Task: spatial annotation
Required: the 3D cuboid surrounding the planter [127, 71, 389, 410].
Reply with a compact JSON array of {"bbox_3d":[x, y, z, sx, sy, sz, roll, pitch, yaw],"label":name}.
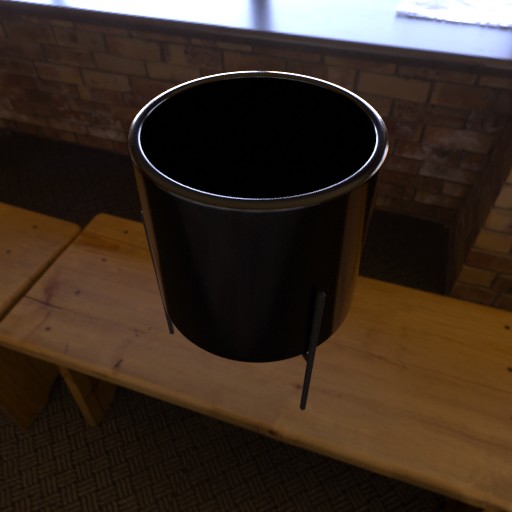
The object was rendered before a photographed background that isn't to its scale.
[{"bbox_3d":[0.000,0.000,0.666,0.310,0.432,0.310,-9,47,-9],"label":"planter"}]
